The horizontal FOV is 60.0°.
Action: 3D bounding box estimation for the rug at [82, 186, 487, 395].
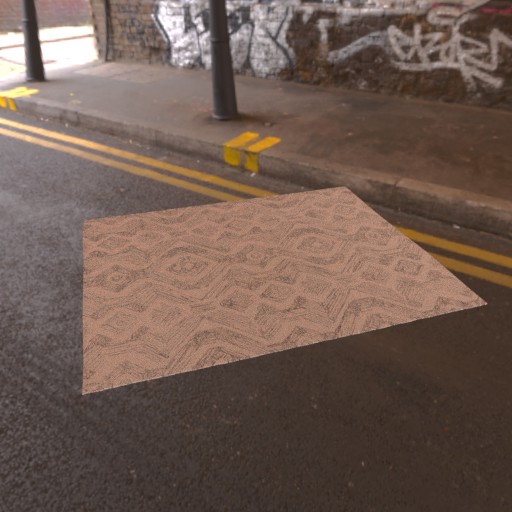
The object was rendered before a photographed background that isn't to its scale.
[{"bbox_3d":[0.000,0.000,4.068,3.054,0.030,2.430,-9,33,-15],"label":"rug"}]
